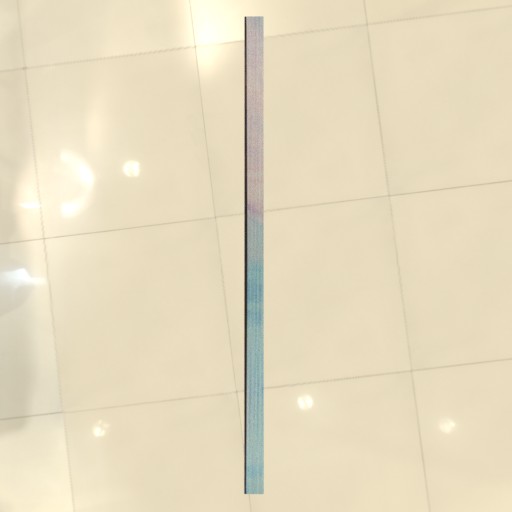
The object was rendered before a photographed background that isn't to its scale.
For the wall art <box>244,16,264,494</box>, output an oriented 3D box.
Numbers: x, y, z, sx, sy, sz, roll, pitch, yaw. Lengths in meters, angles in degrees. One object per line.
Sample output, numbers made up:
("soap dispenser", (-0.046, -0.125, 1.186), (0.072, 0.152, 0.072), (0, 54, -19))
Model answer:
("wall art", (0.000, 0.000, 1.146), (0.037, 0.605, 0.911), (0, 89, 1))
